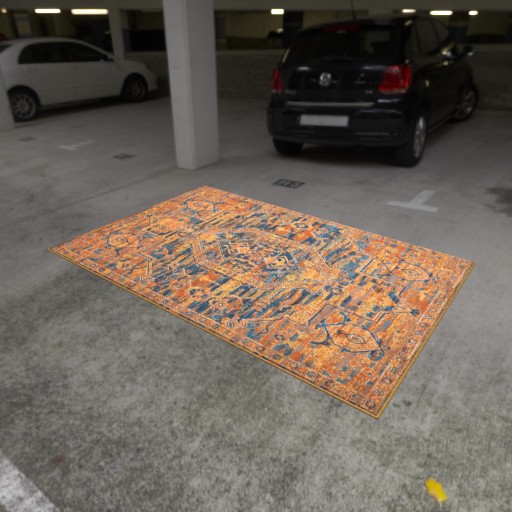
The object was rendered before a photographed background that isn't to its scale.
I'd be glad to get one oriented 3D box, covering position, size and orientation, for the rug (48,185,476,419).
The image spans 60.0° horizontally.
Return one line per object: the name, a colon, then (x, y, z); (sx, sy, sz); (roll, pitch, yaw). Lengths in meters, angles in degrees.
rug: (0.000, 0.000, 2.166); (1.758, 0.013, 1.148); (20, 35, 32)
